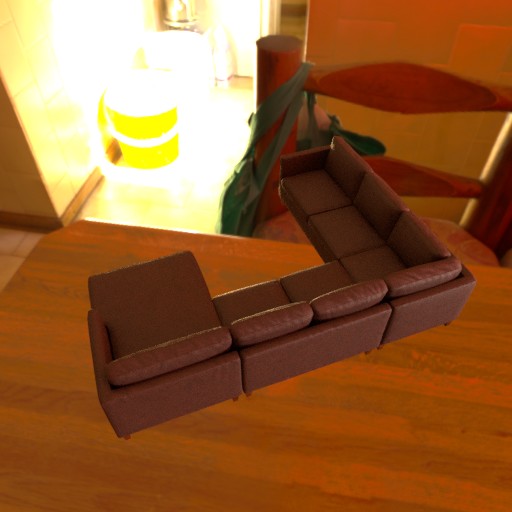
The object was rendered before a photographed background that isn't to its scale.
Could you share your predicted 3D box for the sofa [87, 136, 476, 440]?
[{"bbox_3d":[0.000,0.000,4.688,3.460,0.923,2.593,-15,48,-14],"label":"sofa"}]
